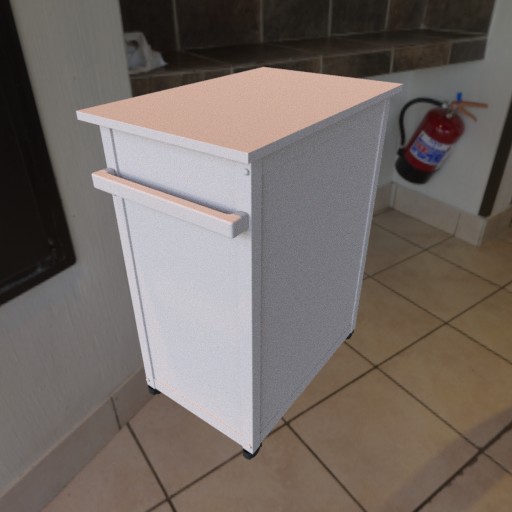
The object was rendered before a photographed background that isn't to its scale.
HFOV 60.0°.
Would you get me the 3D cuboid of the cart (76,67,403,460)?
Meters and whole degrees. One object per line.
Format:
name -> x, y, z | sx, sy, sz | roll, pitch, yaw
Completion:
cart -> 0.000, 0.000, 1.247 | 0.442, 0.864, 0.683 | 21, 38, 30
